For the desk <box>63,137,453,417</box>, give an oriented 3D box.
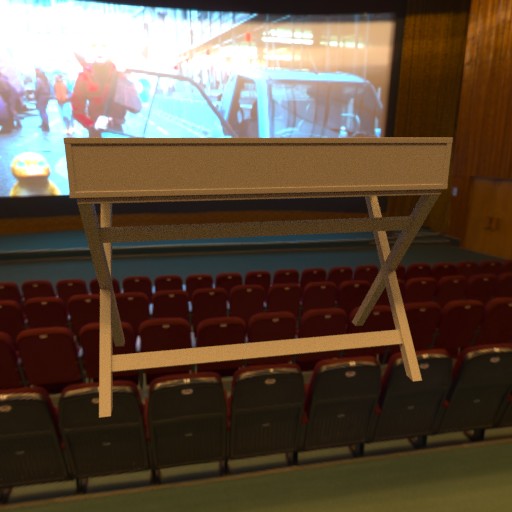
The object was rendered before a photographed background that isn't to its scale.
[{"bbox_3d":[0.000,0.000,1.515,1.059,0.780,0.509,-3,15,-11],"label":"desk"}]
